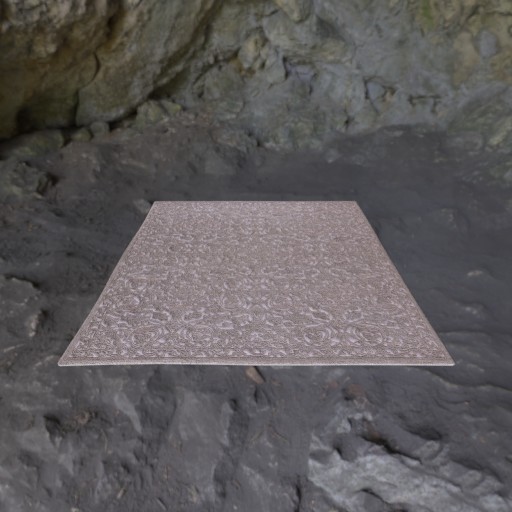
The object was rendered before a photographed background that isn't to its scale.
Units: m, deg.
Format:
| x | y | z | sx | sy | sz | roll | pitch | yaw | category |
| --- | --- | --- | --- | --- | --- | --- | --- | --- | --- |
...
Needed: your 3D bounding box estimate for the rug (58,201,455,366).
| x | y | z | sx | sy | sz | roll | pitch | yaw | category |
| --- | --- | --- | --- | --- | --- | --- | --- | --- | --- |
| 0.000 | 0.000 | 4.086 | 2.472 | 0.035 | 3.017 | 0 | 26 | 0 | rug |
